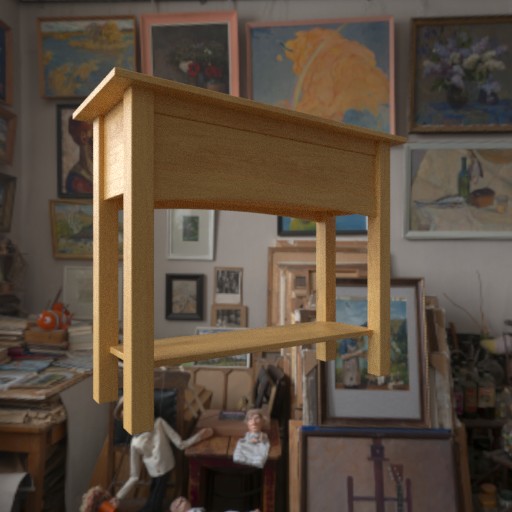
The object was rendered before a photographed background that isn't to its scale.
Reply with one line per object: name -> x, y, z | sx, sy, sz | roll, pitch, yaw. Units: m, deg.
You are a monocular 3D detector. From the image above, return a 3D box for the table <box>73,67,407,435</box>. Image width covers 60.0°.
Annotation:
table -> 0.000, 0.000, 1.246 | 0.900, 0.728, 0.340 | 0, 0, -35
